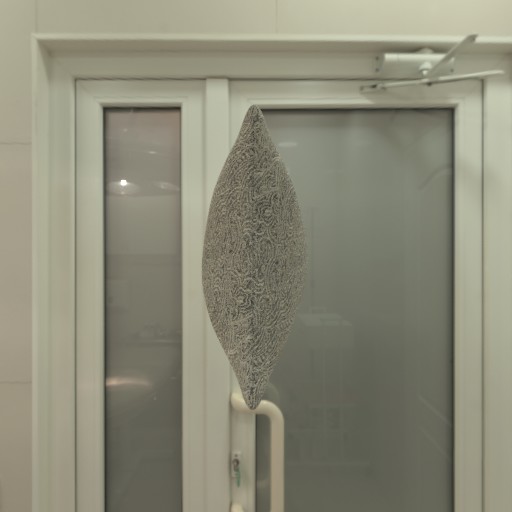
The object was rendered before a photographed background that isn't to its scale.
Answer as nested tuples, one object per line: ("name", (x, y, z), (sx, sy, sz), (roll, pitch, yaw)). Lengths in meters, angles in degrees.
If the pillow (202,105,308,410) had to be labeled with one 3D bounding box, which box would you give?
("pillow", (0.000, 0.000, 0.729), (0.151, 0.295, 0.615), (0, 0, 0))
